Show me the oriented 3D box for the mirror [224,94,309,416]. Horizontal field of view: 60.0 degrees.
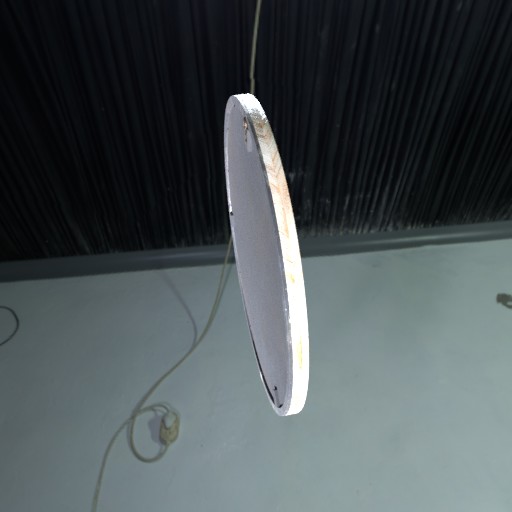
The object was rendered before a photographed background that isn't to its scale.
[{"bbox_3d":[0.000,0.000,1.035,0.038,0.710,0.710,-9,48,-8],"label":"mirror"}]
